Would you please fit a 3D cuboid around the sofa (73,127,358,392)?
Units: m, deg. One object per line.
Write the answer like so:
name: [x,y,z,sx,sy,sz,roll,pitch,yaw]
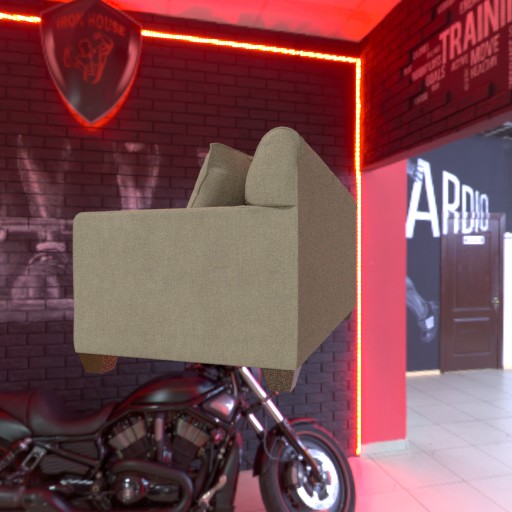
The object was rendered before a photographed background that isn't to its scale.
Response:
sofa: [0.000,0.000,2.610,0.997,0.958,2.024,0,0,18]
